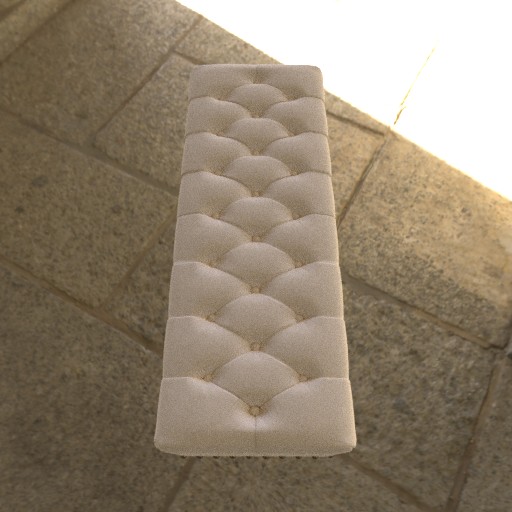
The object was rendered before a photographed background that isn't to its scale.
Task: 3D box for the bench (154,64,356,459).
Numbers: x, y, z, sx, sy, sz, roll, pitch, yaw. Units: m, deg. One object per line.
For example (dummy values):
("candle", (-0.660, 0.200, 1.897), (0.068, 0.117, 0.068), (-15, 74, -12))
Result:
("bench", (0.000, 0.000, 1.266), (0.400, 0.470, 1.054), (0, 63, 0))
